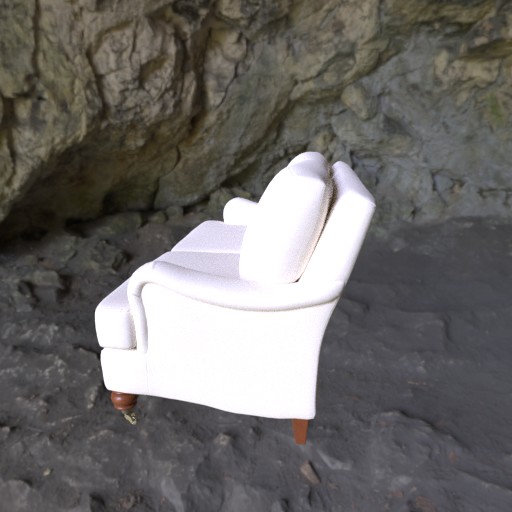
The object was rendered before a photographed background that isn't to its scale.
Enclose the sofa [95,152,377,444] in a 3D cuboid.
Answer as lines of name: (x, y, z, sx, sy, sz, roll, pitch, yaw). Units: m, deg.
sofa: (0.000, 0.000, 2.521, 1.084, 1.101, 1.853, 2, 16, 8)
